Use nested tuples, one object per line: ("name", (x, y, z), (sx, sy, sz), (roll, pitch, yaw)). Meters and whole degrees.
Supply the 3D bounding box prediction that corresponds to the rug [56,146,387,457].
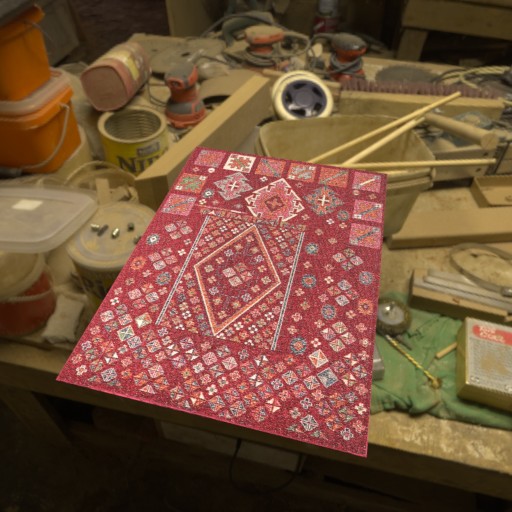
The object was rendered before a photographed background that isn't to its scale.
("rug", (0.000, 0.000, 2.866), (1.579, 0.007, 2.184), (10, 48, 9))
